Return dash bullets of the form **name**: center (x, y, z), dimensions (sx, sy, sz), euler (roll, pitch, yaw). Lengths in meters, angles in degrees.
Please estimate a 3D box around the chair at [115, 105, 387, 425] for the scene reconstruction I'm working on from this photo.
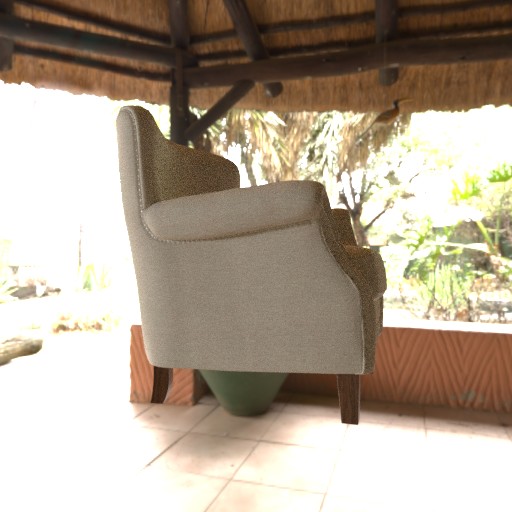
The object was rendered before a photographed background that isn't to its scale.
- **chair**: center (0.000, 0.000, 1.624), dimensions (0.921, 0.936, 0.861), euler (0, -1, 18)
